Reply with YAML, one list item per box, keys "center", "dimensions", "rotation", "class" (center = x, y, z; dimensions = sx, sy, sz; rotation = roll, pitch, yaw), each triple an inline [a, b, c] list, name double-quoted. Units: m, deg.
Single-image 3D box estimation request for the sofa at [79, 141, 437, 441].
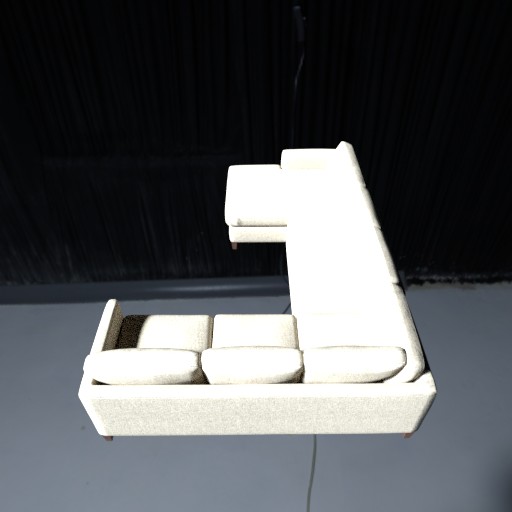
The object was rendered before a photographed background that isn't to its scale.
- center: [0.000, 0.000, 4.543]
  dimensions: [2.593, 0.959, 3.460]
  rotation: [0, 43, 0]
  class: "sofa"
